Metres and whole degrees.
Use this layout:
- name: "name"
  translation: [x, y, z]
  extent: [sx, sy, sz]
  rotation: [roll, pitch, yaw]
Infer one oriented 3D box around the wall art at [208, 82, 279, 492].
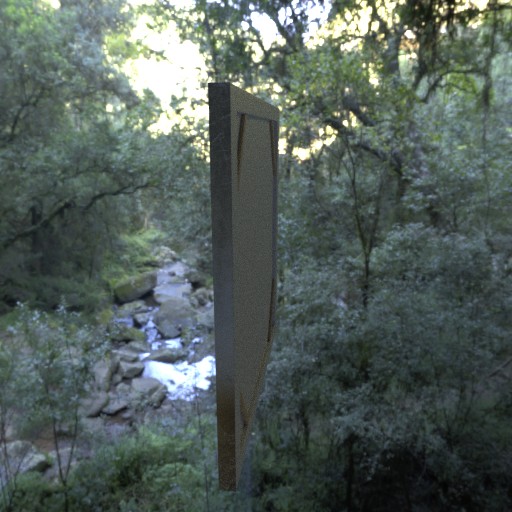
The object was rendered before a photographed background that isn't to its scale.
- name: "wall art"
  translation: [0.000, 0.000, 1.639]
  extent: [0.051, 1.091, 1.092]
  rotation: [2, 16, 8]
